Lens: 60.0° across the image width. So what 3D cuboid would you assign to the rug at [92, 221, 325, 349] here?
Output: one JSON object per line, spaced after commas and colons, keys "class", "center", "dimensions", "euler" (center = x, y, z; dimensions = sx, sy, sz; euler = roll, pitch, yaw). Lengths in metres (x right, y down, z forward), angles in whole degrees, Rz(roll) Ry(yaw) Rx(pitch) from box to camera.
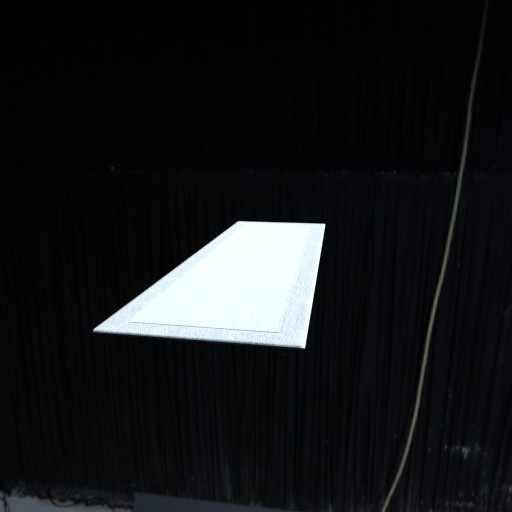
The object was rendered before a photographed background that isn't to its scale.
{"class": "rug", "center": [0.000, 0.000, 2.678], "dimensions": [0.759, 0.012, 2.430], "euler": [2, 14, 10]}
